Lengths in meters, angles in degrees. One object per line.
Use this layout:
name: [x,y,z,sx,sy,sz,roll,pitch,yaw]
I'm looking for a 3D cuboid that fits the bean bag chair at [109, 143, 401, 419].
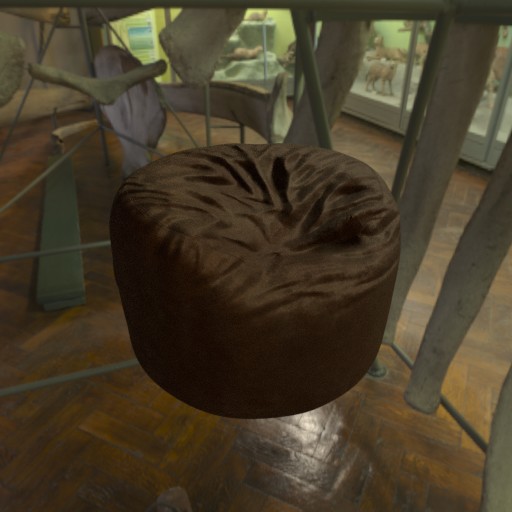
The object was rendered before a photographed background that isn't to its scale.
bean bag chair: [0.000,0.000,1.498,0.918,0.616,0.918,0,30,0]
